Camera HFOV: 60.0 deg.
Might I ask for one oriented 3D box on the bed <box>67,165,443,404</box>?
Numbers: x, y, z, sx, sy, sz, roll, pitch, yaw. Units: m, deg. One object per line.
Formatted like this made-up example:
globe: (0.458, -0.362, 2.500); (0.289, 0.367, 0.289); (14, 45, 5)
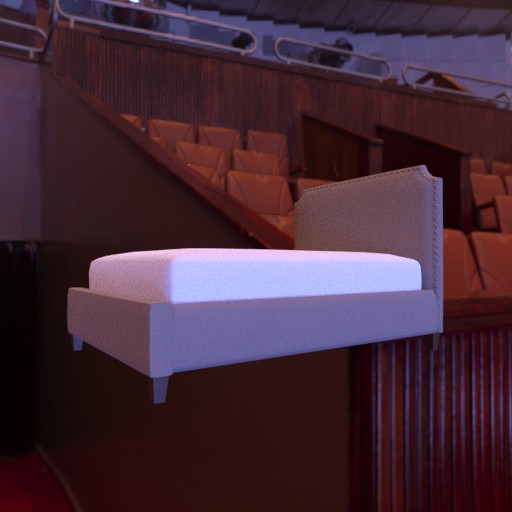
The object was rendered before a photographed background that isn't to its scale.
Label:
bed: (0.000, 0.000, 3.415); (2.372, 1.443, 1.713); (1, -1, -35)
